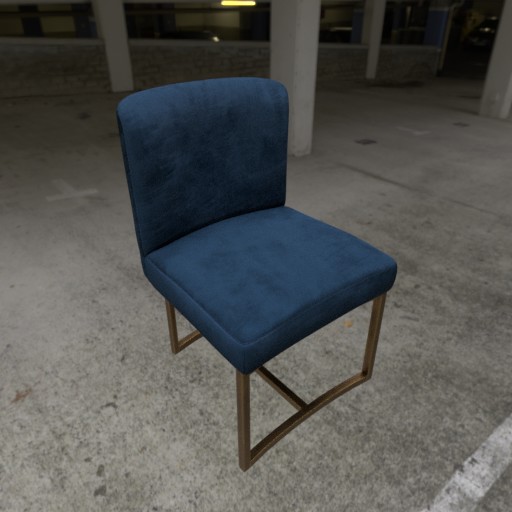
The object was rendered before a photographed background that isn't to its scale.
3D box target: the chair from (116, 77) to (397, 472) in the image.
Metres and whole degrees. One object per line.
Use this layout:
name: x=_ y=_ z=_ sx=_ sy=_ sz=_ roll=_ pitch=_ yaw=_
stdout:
chair: x=0.000 y=0.000 z=1.190 sx=0.530 sy=0.824 sz=0.560 roll=-23 pitch=37 yaw=-33
